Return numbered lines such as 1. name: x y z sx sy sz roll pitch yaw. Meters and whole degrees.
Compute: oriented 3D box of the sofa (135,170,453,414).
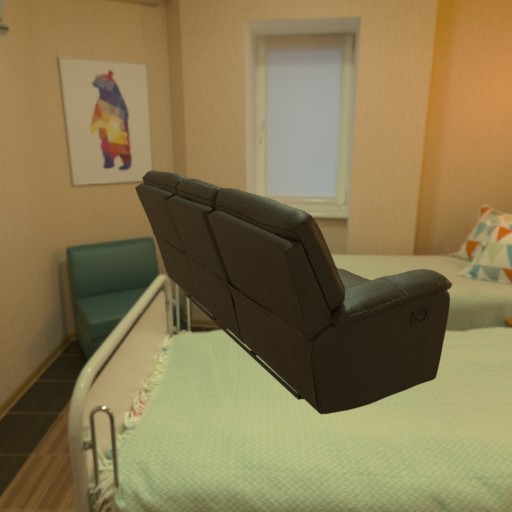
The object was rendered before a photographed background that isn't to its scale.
1. sofa: 0.000 0.000 3.215 1.104 1.134 2.627 -8 17 -27
